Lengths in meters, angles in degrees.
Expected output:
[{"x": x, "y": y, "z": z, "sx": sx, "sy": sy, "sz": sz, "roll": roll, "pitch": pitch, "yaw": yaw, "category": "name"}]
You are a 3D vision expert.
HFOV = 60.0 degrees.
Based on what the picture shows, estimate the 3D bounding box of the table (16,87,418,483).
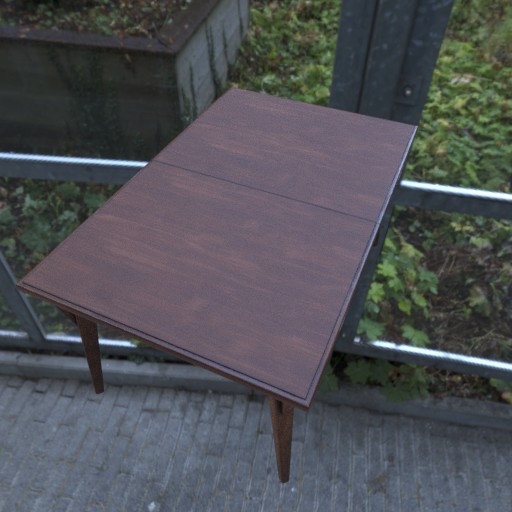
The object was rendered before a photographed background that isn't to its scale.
[{"x": 0.000, "y": 0.000, "z": 2.017, "sx": 0.990, "sy": 0.761, "sz": 1.524, "roll": 18, "pitch": 49, "yaw": 17, "category": "table"}]
